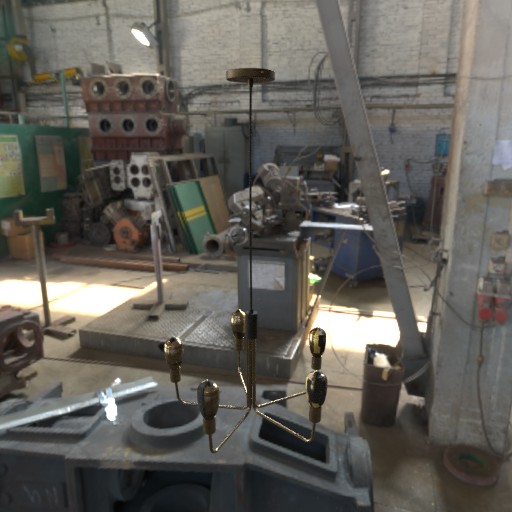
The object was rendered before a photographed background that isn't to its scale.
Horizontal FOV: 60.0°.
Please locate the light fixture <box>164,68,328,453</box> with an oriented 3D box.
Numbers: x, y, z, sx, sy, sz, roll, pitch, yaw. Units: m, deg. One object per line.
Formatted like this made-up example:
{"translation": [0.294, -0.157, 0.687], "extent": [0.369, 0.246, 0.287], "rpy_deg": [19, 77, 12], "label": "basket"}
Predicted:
{"translation": [0.000, 0.000, 1.376], "extent": [0.532, 1.059, 0.588], "rpy_deg": [-8, 16, -27], "label": "light fixture"}
